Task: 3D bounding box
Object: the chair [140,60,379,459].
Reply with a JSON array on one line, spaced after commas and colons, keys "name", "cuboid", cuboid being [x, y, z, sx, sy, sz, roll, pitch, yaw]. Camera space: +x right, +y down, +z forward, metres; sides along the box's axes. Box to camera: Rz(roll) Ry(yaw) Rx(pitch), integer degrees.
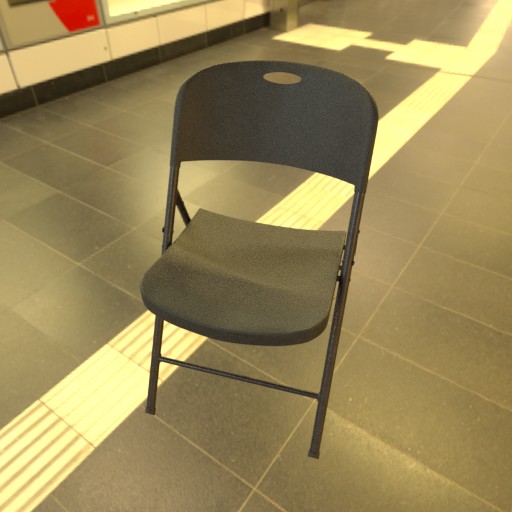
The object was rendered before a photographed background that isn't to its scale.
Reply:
[{"name": "chair", "cuboid": [0.000, 0.000, 1.142, 0.494, 0.810, 0.566, 10, 40, 12]}]
